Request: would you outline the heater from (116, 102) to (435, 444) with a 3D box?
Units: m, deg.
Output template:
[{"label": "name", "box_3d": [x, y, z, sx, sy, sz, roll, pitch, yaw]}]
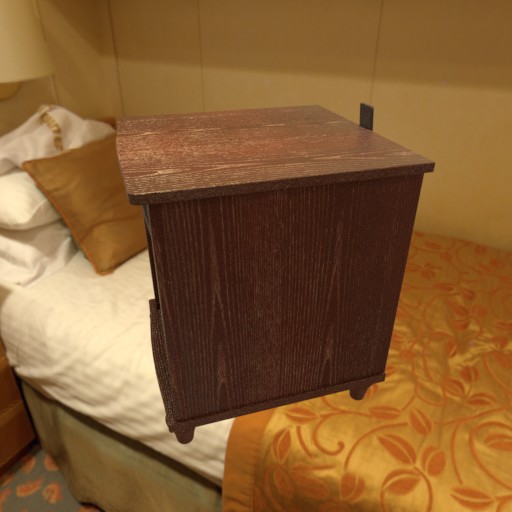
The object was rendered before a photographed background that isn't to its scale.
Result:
[{"label": "heater", "box_3d": [0.000, 0.000, 0.759, 0.400, 0.481, 0.362, -9, 31, -14]}]
